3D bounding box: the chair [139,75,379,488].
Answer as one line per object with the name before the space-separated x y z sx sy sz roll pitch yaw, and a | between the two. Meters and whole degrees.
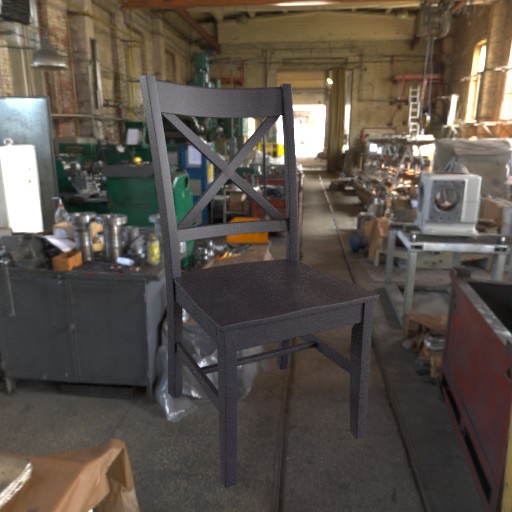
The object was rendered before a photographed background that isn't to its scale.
chair | 0.000 0.000 1.259 0.485 0.983 0.542 -7 17 -26
